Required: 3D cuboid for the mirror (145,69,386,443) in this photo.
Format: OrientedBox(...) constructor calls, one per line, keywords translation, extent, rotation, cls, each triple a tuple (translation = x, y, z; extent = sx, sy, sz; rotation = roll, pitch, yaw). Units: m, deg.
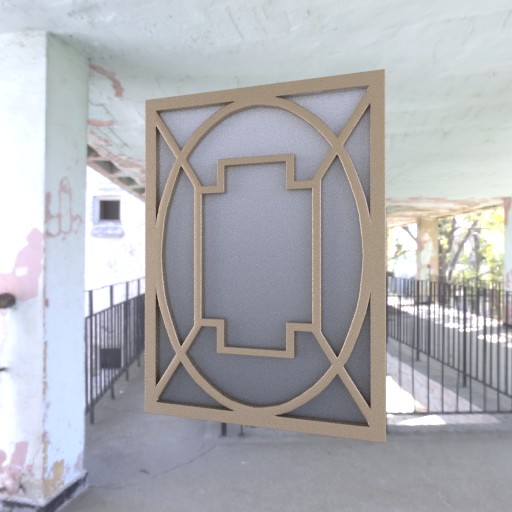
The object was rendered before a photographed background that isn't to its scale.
OrientedBox(translation=(0.000, 0.000, 1.346), extent=(0.756, 1.023, 0.032), rotation=(0, 0, 18), cls="mirror")
